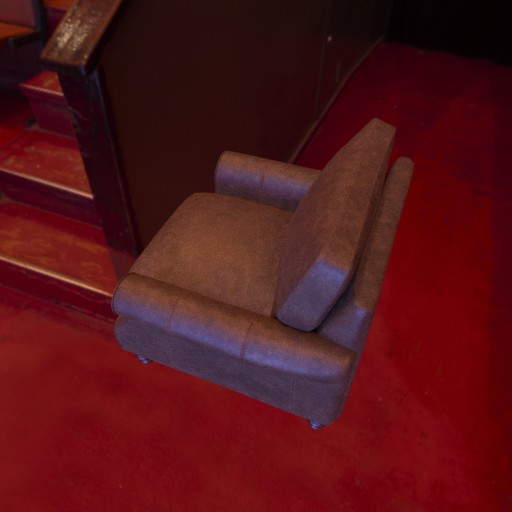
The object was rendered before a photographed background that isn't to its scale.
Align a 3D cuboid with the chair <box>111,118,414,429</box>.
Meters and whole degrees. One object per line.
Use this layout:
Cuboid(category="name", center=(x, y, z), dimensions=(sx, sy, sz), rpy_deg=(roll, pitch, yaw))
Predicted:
Cuboid(category="chair", center=(0.000, 0.000, 1.802), dimensions=(1.002, 0.976, 0.996), rpy_deg=(16, 49, 15))
